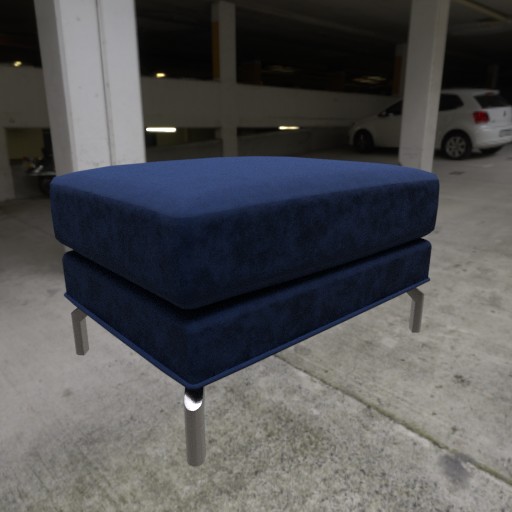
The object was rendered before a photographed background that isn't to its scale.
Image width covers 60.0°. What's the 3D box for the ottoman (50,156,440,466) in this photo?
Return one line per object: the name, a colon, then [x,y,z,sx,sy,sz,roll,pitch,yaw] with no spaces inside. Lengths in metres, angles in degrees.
ottoman: [0.000,0.000,1.171,0.835,0.498,0.587,-15,22,-40]
